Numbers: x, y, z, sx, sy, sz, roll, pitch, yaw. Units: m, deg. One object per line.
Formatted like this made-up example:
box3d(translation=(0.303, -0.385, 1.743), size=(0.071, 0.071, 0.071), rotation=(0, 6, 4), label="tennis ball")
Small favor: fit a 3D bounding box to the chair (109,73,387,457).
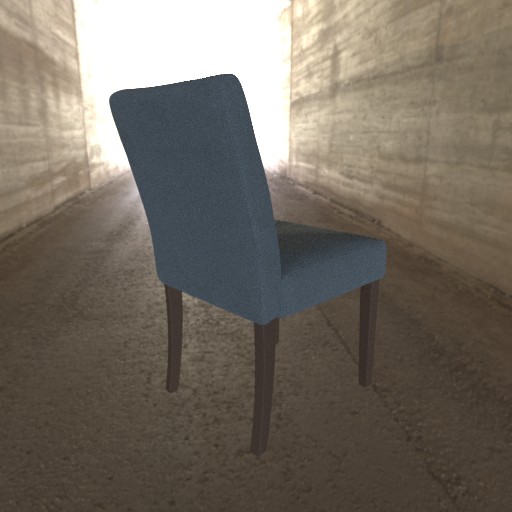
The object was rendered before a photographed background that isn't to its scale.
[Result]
box3d(translation=(0.000, 0.000, 1.252), size=(0.629, 0.882, 0.487), rotation=(-14, 21, -42), label="chair")
